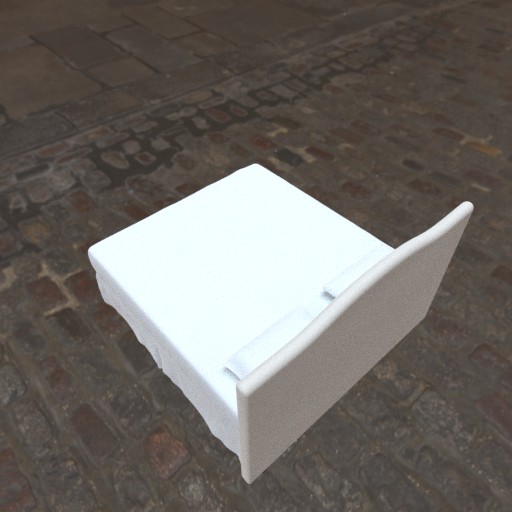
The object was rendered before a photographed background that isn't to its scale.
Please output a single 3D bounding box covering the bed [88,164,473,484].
[{"bbox_3d":[0.000,0.000,3.524,2.083,1.421,2.182,-33,54,-28],"label":"bed"}]
